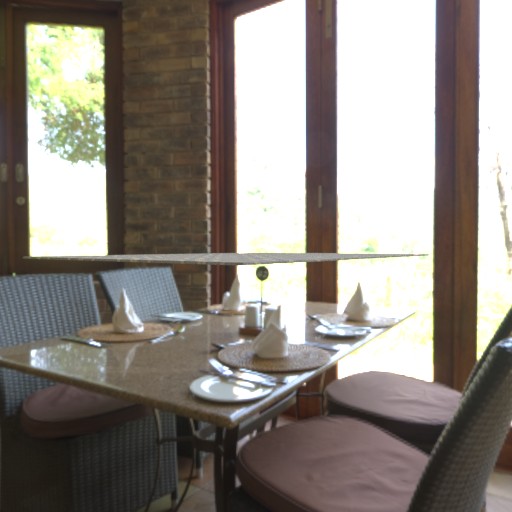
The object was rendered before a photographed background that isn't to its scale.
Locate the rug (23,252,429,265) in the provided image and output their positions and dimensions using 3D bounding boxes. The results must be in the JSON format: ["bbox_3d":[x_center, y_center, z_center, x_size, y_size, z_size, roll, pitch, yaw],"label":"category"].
[{"bbox_3d":[0.000,0.000,2.680,1.451,0.010,2.080,1,1,37],"label":"rug"}]
